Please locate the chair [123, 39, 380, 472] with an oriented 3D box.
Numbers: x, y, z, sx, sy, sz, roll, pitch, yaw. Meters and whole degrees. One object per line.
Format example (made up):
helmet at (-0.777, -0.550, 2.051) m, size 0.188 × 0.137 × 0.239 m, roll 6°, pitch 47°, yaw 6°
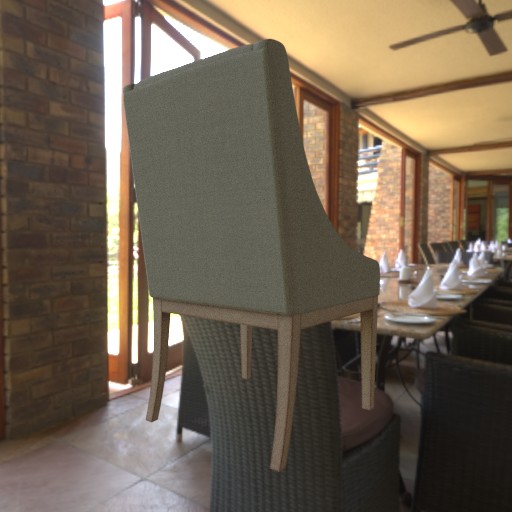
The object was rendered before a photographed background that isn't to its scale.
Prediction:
chair at (0.000, 0.000, 1.393) m, size 0.575 × 1.021 × 0.611 m, roll 2°, pitch 3°, yaw 37°
